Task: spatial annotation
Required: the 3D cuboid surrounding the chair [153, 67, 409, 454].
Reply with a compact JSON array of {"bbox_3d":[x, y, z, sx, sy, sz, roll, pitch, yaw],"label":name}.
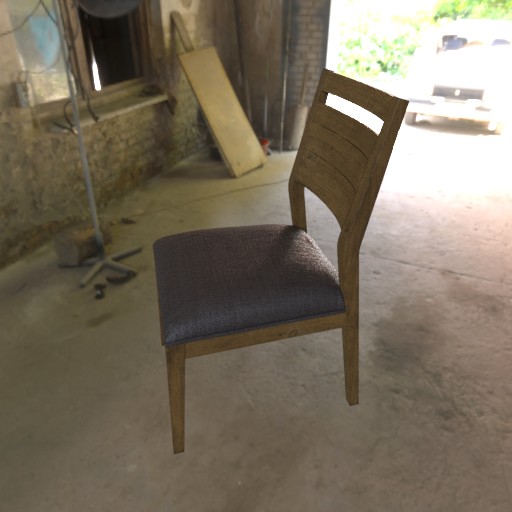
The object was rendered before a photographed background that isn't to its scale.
[{"bbox_3d":[0.000,0.000,1.286,0.610,0.939,0.501,-8,32,-12],"label":"chair"}]
